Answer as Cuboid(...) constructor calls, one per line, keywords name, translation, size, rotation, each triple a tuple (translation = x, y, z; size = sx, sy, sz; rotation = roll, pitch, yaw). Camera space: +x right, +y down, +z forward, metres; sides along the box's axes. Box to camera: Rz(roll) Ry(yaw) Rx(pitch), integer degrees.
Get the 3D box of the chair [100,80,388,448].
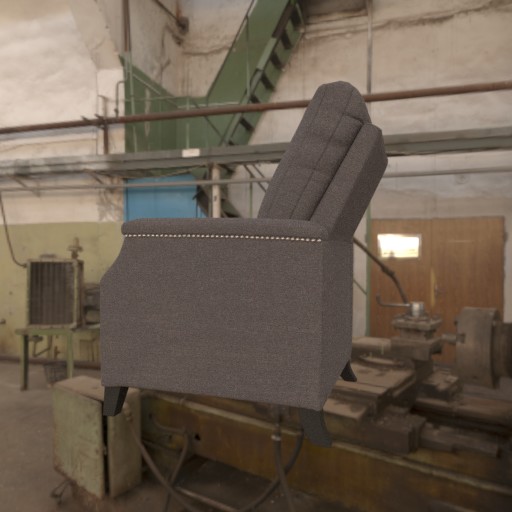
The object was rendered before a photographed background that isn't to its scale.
Cuboid(name="chair", translation=(0.000, 0.000, 1.644), size=(0.922, 1.049, 0.710), rotation=(0, 1, 19))
